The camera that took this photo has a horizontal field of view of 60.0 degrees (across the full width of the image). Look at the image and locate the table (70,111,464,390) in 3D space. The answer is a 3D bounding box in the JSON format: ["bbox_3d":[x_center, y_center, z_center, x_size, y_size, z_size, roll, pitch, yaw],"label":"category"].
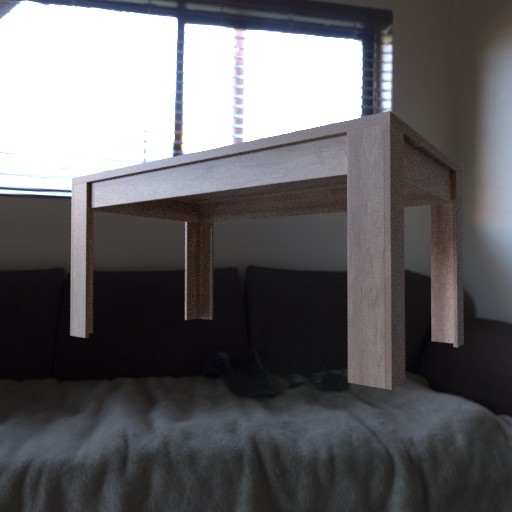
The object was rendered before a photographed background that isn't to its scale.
[{"bbox_3d":[0.000,0.000,2.066,1.600,0.775,0.900,-1,-2,37],"label":"table"}]
